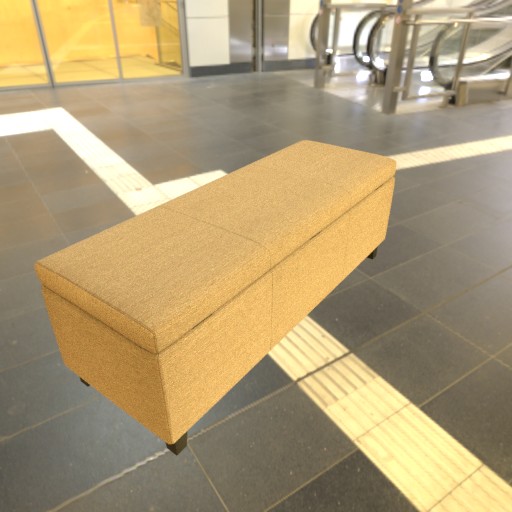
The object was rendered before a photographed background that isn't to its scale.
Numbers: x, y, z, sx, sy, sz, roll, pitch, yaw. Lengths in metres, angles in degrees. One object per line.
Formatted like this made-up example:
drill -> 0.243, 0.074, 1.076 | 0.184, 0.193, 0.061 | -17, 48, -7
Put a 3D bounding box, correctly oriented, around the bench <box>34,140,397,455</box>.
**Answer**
bench -> 0.000, 0.000, 1.499 | 0.446, 0.438, 1.269 | 22, 38, 31
